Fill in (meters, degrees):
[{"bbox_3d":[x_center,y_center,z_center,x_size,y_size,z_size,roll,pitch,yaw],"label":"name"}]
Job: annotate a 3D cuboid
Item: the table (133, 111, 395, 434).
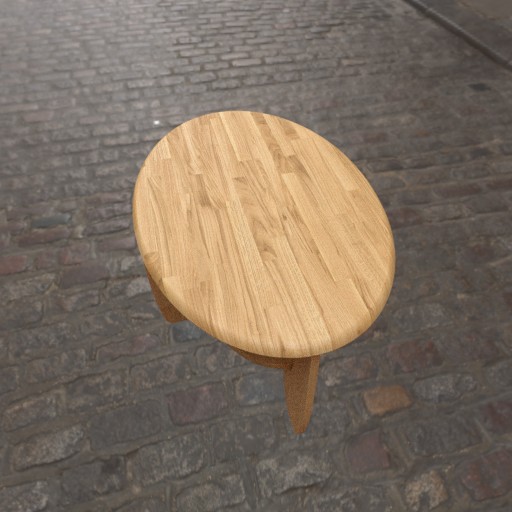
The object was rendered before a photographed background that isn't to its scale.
[{"bbox_3d":[0.000,0.000,1.426,0.690,0.490,1.040,-10,47,-10],"label":"table"}]
